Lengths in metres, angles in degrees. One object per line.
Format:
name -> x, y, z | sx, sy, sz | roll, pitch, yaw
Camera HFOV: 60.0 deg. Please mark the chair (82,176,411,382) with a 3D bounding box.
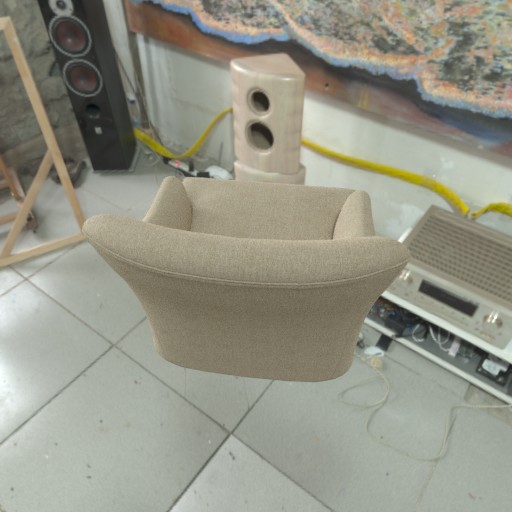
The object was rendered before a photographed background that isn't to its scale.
chair -> 0.000, 0.000, 1.624 | 0.864, 0.856, 0.923 | 5, 45, 5
